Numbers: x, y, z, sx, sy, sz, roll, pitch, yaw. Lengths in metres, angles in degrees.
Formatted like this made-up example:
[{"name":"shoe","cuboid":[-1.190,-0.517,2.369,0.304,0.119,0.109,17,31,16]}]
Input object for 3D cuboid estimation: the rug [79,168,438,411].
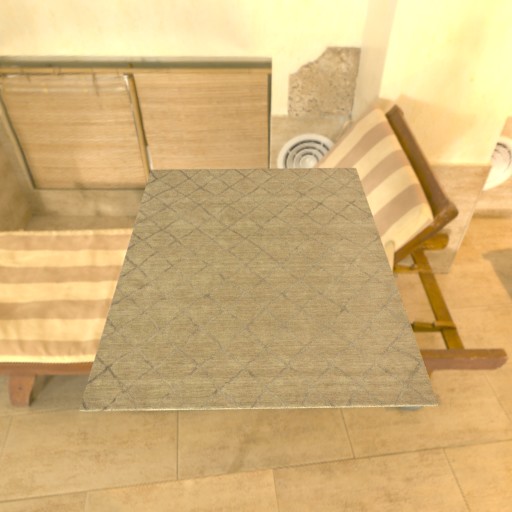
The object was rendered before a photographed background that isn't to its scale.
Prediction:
[{"name":"rug","cuboid":[0.000,0.000,4.106,2.420,0.019,3.038,-1,42,-1]}]
